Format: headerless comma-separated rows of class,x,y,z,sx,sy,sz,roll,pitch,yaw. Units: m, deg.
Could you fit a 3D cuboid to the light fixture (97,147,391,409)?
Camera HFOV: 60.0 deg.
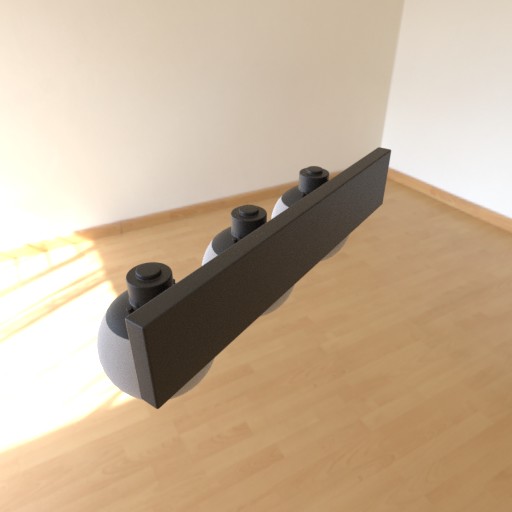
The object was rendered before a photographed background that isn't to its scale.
light fixture,0.000,0.000,0.845,0.218,0.263,0.721,21,37,29
